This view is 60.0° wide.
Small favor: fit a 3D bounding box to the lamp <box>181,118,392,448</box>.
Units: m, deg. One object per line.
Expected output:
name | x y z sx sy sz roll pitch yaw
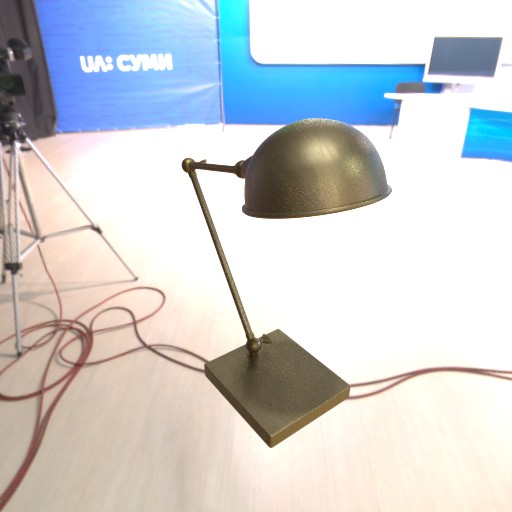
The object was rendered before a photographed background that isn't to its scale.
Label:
lamp | 0.000 0.000 0.563 0.149 0.371 0.339 -20 35 -31
